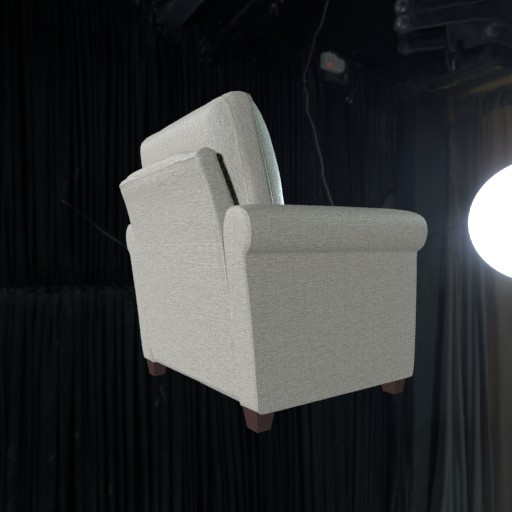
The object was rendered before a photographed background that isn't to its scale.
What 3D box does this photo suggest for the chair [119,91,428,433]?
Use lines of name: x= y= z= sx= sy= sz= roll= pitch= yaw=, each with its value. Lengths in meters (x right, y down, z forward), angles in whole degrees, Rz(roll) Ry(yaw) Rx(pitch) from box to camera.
chair: x=0.000 y=0.000 z=2.336 sx=1.180 sy=1.349 sz=1.275 roll=0 pitch=0 yaw=-35
